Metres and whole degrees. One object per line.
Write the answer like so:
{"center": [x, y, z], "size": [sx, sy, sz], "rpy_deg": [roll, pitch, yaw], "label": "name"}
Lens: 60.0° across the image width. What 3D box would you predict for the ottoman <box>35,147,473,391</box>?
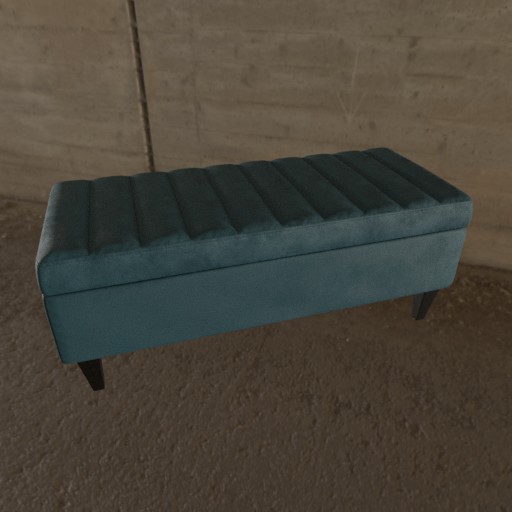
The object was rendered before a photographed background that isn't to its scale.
{"center": [0.000, 0.000, 1.385], "size": [1.151, 0.469, 0.482], "rpy_deg": [-9, 33, -14], "label": "ottoman"}
